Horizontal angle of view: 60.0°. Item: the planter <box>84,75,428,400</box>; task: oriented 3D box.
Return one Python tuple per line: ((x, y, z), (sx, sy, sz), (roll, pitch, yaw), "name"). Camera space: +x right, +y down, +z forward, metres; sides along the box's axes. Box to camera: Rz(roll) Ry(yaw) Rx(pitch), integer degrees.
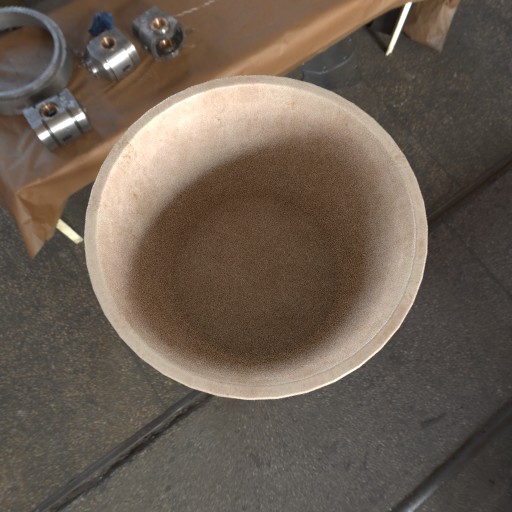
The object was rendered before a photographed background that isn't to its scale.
((0.000, 0.000, 0.273), (0.164, 0.127, 0.164), (0, 74, 0), "planter")
